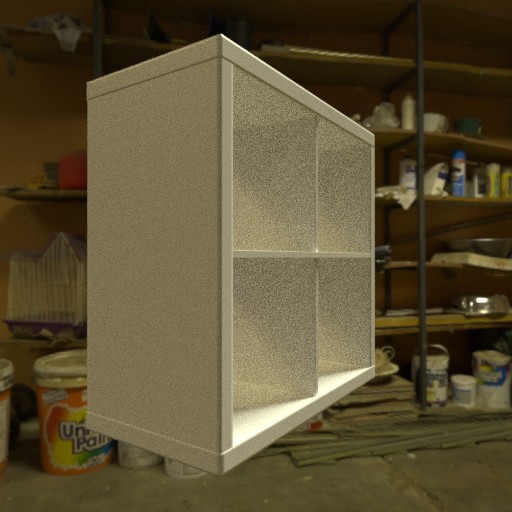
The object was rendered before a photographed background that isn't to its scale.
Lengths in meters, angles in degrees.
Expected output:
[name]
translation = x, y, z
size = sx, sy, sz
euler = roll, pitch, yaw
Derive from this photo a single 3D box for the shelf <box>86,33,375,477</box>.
[shelf]
translation = 0.000, 0.000, 1.221
size = 0.390, 0.786, 0.790
euler = 0, 0, 34
